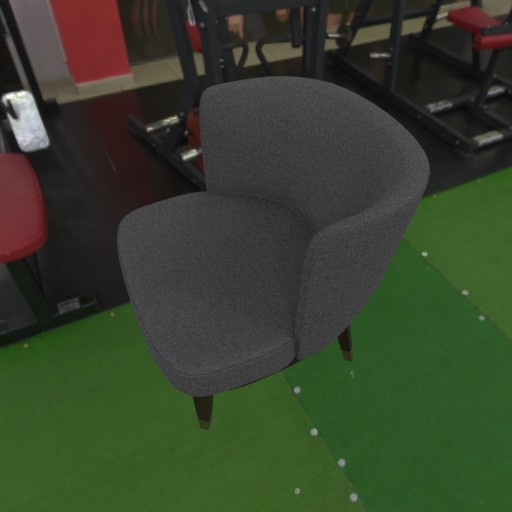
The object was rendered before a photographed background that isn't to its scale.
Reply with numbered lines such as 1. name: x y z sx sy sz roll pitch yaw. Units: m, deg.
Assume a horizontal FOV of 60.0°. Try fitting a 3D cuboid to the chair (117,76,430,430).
1. chair: 0.000 0.000 1.213 0.698 0.695 0.639 -18 49 -17
